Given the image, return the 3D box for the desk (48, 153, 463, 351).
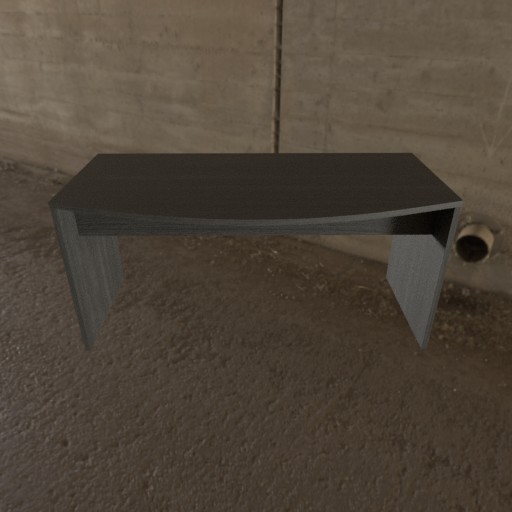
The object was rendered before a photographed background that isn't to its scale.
[{"bbox_3d":[0.000,0.000,2.095,1.600,0.750,0.802,0,30,0],"label":"desk"}]
